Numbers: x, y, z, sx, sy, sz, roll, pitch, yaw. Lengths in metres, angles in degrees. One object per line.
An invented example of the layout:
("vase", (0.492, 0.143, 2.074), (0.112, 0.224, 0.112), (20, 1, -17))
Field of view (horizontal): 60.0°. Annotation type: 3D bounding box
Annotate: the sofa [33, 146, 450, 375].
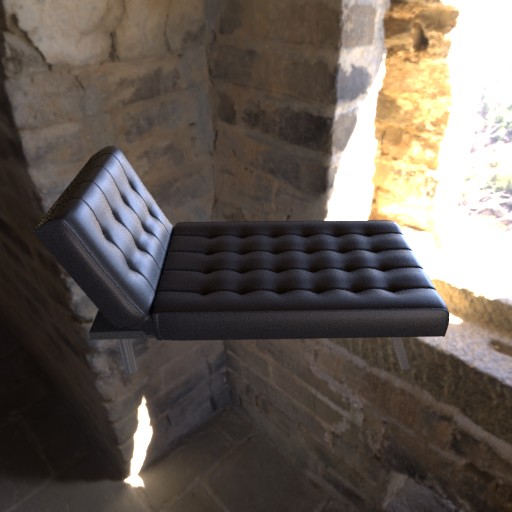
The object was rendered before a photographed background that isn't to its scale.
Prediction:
("sofa", (0.000, 0.000, 2.037), (1.560, 0.820, 0.760), (-1, 33, -1))
